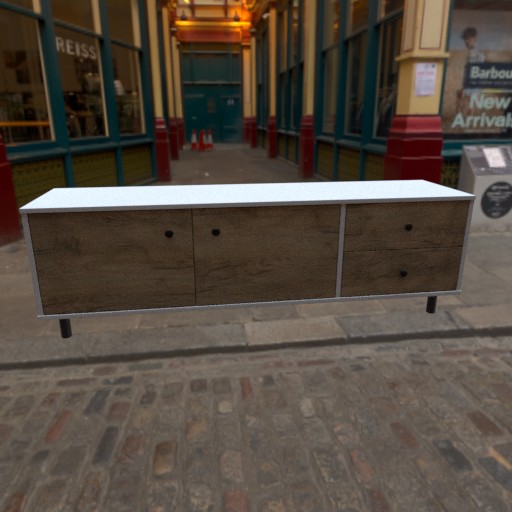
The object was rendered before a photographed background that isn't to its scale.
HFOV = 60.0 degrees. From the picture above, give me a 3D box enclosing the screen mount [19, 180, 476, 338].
[{"bbox_3d":[0.000,0.000,1.800,1.600,0.520,0.418,-3,18,-8],"label":"screen mount"}]
